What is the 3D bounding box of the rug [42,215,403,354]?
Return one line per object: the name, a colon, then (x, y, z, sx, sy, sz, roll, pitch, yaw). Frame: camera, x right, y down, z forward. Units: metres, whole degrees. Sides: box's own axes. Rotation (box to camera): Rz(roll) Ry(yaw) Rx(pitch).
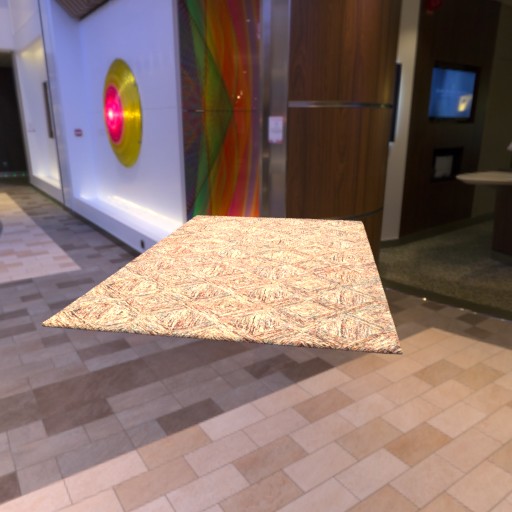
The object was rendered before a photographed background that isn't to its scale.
rug: (0.000, 0.000, 2.191, 1.143, 0.014, 1.761, 3, 17, 9)
